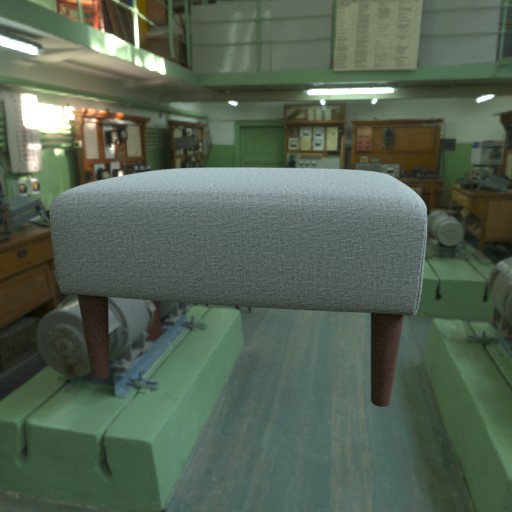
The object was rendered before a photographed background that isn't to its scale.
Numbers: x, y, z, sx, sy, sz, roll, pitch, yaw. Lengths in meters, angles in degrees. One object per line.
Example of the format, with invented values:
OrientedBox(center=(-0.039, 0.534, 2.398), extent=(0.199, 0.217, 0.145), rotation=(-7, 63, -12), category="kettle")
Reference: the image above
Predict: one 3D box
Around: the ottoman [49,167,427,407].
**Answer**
OrientedBox(center=(0.000, 0.000, 1.053), extent=(0.650, 0.398, 0.649), rotation=(2, 15, 10), category="ottoman")
